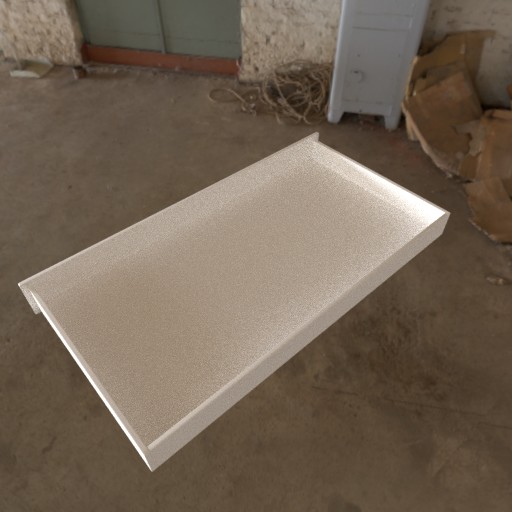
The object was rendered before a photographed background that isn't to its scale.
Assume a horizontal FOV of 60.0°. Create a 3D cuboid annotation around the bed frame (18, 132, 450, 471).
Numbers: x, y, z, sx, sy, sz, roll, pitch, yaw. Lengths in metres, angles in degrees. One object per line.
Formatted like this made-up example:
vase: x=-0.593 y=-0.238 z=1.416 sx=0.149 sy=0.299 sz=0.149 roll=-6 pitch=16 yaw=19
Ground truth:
bed frame: x=0.000 y=0.000 z=1.494 sx=1.300 sy=0.141 sz=0.670 roll=-33 pitch=54 yaw=-28
